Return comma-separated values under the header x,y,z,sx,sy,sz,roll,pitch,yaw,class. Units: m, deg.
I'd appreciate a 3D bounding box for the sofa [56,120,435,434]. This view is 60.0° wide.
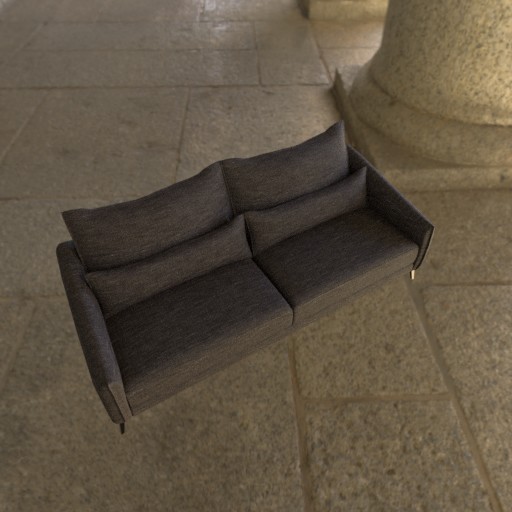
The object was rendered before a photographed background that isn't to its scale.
x,y,z,sx,sy,sz,roll,pitch,yaw,class
0.000,0.000,2.465,2.019,0.843,0.807,-23,50,-21,sofa
